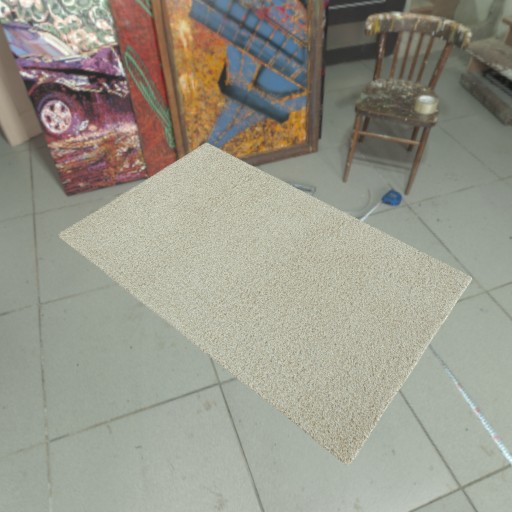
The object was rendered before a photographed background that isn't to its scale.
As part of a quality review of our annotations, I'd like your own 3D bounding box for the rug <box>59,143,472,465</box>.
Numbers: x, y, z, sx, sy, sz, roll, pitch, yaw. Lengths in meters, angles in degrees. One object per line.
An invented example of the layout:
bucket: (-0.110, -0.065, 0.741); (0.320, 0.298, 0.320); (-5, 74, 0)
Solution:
rug: (0.000, 0.000, 3.043); (2.438, 0.030, 1.524); (32, 55, 26)
